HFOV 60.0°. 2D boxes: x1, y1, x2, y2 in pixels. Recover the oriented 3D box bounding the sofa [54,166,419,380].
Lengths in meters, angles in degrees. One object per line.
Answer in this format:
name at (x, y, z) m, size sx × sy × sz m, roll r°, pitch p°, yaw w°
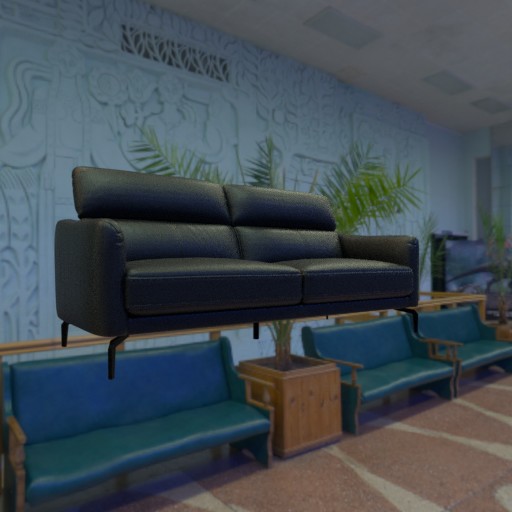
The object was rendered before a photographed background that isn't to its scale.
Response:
sofa at (0.000, 0.000, 2.560) m, size 2.069 × 0.957 × 0.856 m, roll 1°, pitch -1°, yaw -35°
